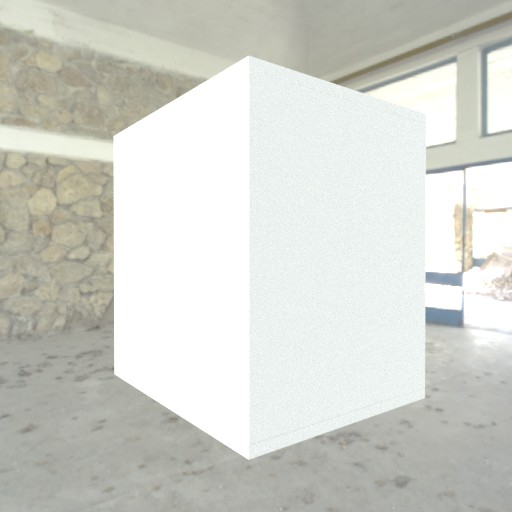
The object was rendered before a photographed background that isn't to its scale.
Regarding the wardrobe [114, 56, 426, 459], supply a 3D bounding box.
[{"bbox_3d":[0.000,0.000,0.889,0.400,0.520,0.500,0,1,-37],"label":"wardrobe"}]
